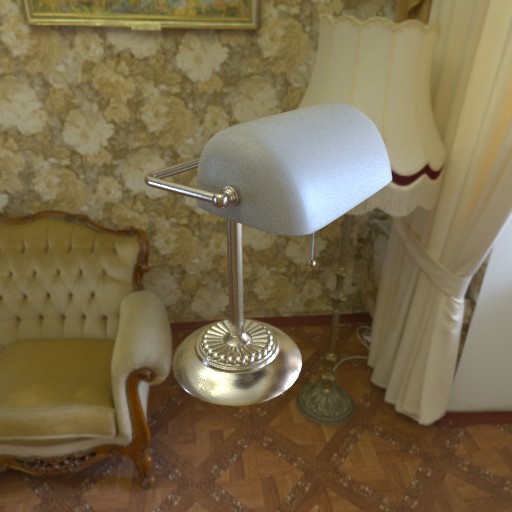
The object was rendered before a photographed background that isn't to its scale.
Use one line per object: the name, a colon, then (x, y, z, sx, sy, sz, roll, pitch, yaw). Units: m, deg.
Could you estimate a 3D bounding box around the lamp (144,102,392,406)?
lamp: (0.000, 0.000, 0.525, 0.243, 0.339, 0.264, 18, 32, 32)
